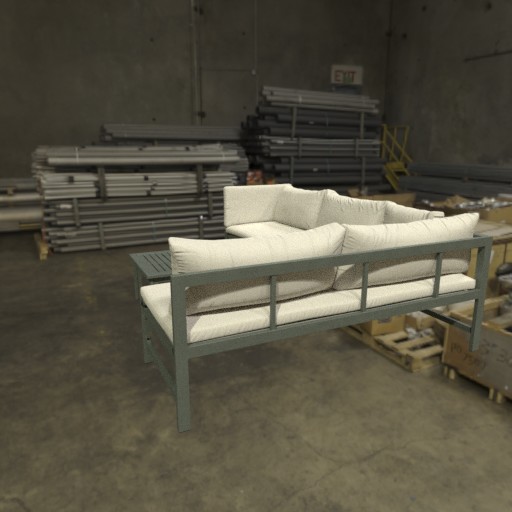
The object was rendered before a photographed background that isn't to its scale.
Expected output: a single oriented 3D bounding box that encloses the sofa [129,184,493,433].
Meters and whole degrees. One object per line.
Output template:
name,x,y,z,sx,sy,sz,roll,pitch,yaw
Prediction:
sofa,0.000,0.000,2.872,1.658,0.758,2.096,-7,15,-25
